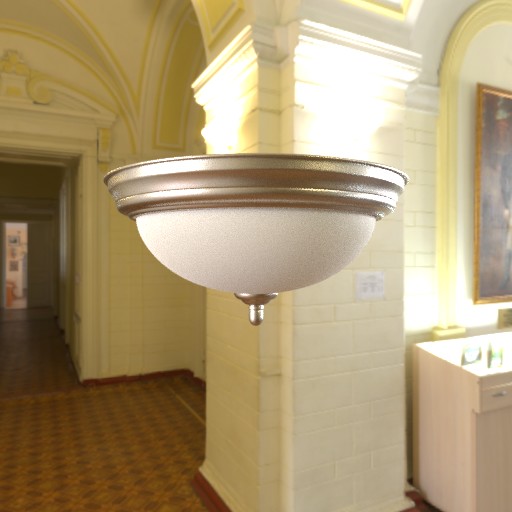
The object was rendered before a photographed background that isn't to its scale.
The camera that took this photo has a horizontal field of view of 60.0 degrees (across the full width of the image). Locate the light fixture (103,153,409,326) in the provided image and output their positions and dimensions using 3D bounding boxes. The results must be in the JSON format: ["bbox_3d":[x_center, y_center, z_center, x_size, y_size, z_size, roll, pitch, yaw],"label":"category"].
[{"bbox_3d":[0.000,0.000,0.429,0.280,0.135,0.280,0,0,0],"label":"light fixture"}]
